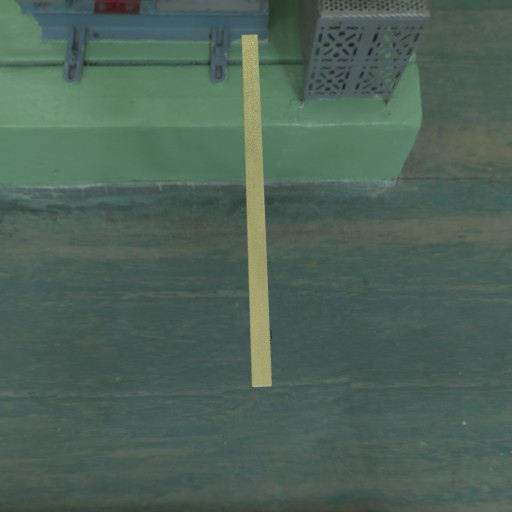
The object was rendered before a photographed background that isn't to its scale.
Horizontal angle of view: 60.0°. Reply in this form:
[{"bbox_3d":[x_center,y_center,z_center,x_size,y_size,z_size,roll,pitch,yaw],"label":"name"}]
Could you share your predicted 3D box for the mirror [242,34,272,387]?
[{"bbox_3d":[0.000,0.000,1.392,0.040,1.016,0.762,-2,75,0],"label":"mirror"}]
